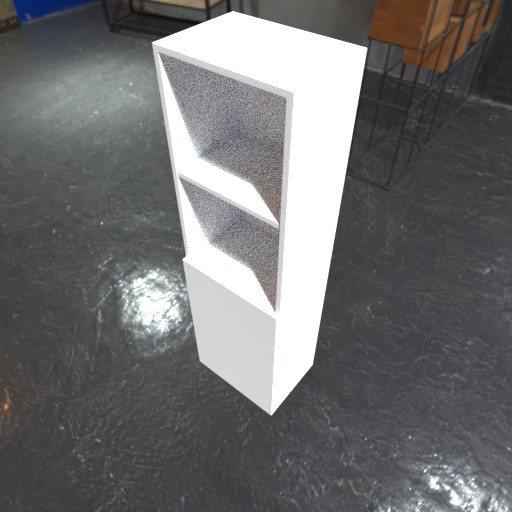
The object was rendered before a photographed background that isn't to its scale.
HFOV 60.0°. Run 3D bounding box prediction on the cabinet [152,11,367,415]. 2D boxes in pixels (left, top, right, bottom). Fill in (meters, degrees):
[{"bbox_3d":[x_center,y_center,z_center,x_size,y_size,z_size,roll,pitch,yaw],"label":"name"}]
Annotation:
[{"bbox_3d":[0.000,0.000,1.482,0.400,1.350,0.300,30,53,26],"label":"cabinet"}]
